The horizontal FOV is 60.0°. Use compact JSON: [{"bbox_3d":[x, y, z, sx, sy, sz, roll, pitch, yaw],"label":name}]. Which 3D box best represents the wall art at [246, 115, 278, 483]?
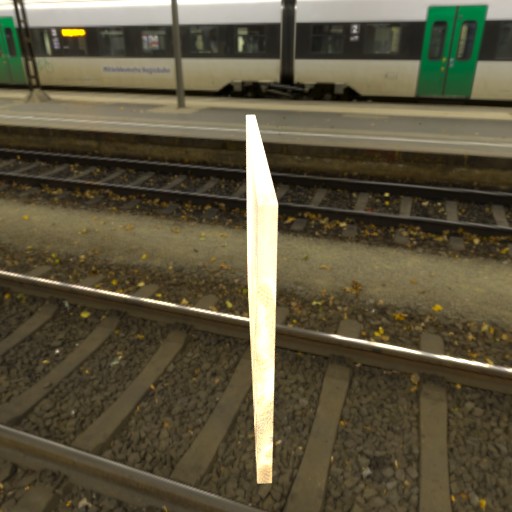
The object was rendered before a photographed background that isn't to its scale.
[{"bbox_3d":[0.000,0.000,1.495,0.041,0.758,1.142,-1,26,-2],"label":"wall art"}]
